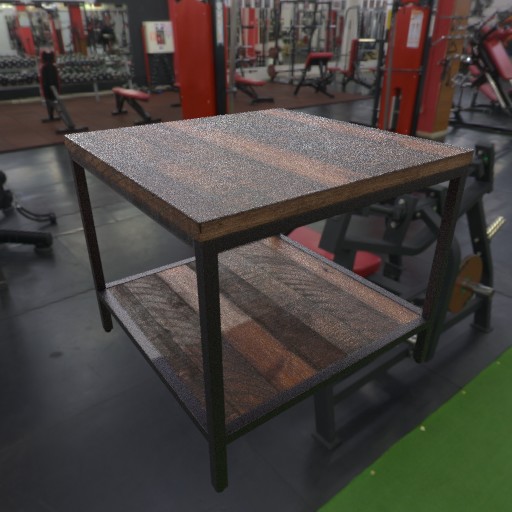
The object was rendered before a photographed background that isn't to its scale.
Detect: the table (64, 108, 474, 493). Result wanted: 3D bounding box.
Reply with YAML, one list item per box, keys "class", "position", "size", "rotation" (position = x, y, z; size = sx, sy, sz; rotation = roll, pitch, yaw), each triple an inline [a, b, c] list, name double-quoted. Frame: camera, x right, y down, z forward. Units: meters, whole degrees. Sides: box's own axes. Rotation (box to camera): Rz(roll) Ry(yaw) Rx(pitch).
- class: "table"
  position: [0.000, 0.000, 0.942]
  size: [0.553, 0.482, 0.548]
  rotation: [-19, 33, -31]
